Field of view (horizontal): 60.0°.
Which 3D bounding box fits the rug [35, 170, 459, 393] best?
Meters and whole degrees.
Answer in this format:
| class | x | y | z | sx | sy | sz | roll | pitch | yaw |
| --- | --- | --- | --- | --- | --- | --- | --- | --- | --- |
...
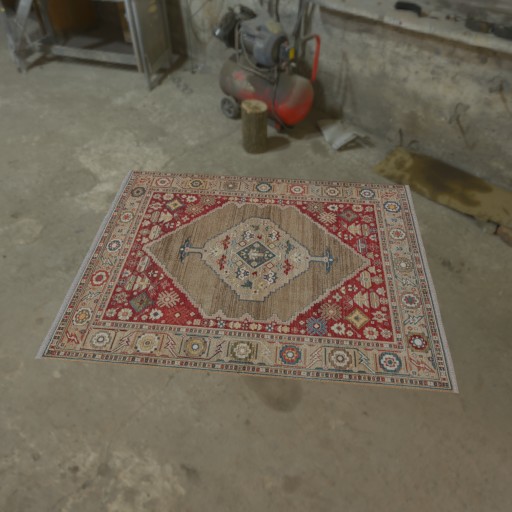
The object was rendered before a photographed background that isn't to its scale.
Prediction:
| class | x | y | z | sx | sy | sz | roll | pitch | yaw |
| --- | --- | --- | --- | --- | --- | --- | --- | --- | --- |
| rug | 0.000 | 0.000 | 4.096 | 3.143 | 0.008 | 2.451 | 4 | 46 | 4 |
